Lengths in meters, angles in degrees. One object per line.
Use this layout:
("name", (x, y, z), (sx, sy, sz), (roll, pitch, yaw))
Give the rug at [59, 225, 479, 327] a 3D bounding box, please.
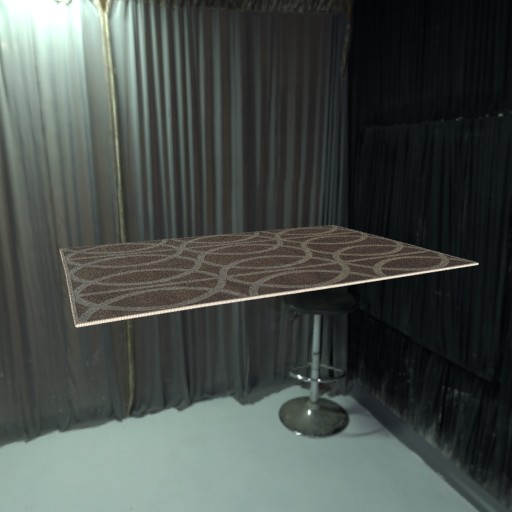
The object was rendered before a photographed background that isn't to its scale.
("rug", (0.000, 0.000, 2.878), (2.290, 0.014, 1.526), (-6, 15, -25))
